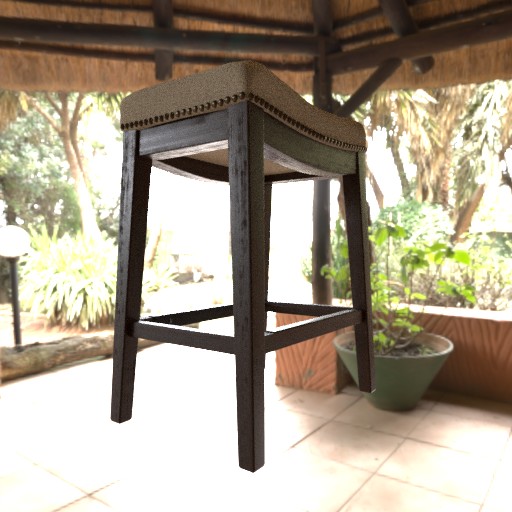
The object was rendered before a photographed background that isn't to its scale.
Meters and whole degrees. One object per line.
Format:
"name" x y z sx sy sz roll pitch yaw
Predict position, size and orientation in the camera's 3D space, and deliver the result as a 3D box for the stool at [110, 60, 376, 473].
"stool" 0.000 0.000 0.992 0.363 0.669 0.509 0 1 36
